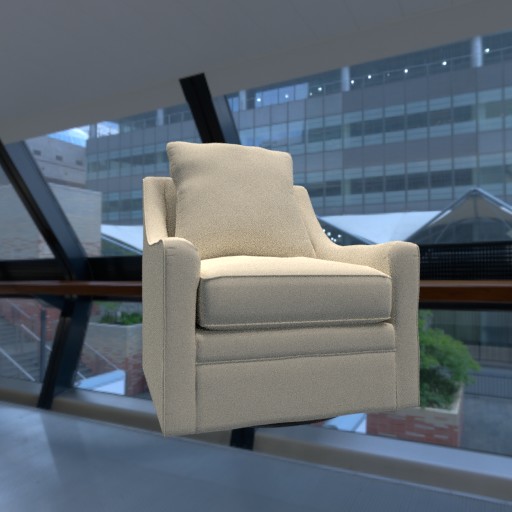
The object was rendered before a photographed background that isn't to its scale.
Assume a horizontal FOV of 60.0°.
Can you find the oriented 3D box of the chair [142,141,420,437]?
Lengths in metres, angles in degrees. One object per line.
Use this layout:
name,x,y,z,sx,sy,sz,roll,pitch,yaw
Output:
chair,0.000,0.000,1.609,0.756,0.965,0.876,0,-2,-18
